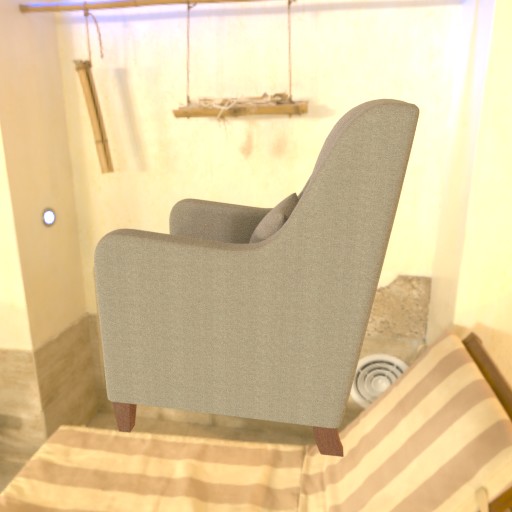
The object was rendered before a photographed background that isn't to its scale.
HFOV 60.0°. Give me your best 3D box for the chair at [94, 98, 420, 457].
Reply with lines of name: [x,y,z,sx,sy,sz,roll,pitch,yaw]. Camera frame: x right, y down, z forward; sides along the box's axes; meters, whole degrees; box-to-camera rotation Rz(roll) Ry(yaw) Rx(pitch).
chair: [0.000,0.000,1.545,0.890,1.017,0.715,2,16,9]
